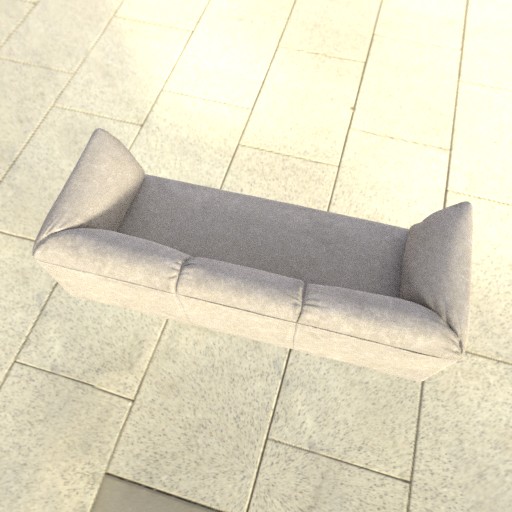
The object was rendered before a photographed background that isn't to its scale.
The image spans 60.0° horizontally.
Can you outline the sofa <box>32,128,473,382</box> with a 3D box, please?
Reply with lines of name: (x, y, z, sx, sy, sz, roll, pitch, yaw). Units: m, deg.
sofa: (0.000, 0.000, 2.621, 2.238, 0.758, 0.899, 13, 64, 6)
